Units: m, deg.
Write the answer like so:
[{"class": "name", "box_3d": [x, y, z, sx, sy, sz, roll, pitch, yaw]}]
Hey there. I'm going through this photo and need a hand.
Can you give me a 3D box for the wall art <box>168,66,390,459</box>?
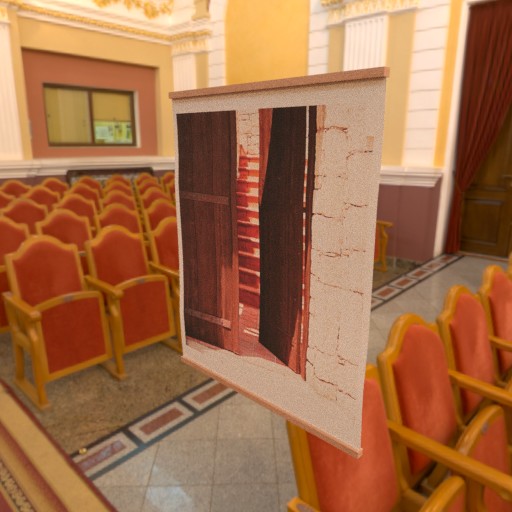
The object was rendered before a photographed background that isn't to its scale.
[{"class": "wall art", "box_3d": [0.000, 0.000, 0.693, 0.406, 0.508, 0.013, 14, 20, 42]}]
